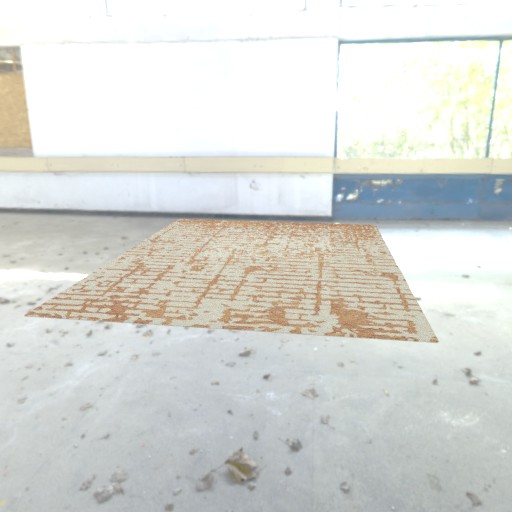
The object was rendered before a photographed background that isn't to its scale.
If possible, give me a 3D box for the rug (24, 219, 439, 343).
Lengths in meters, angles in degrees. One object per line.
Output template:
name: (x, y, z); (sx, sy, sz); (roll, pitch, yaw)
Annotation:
rug: (0.000, 0.000, 4.002); (2.441, 0.011, 3.050); (2, 16, 8)
